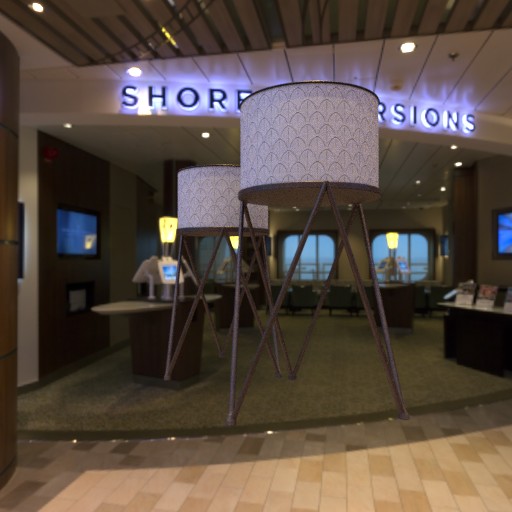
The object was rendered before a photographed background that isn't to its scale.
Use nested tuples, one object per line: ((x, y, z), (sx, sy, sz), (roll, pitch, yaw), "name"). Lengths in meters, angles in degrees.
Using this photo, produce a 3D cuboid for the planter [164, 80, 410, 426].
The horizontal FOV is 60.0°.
((0.000, 0.000, 1.199), (0.413, 0.712, 0.769), (0, 0, -35), "planter")
